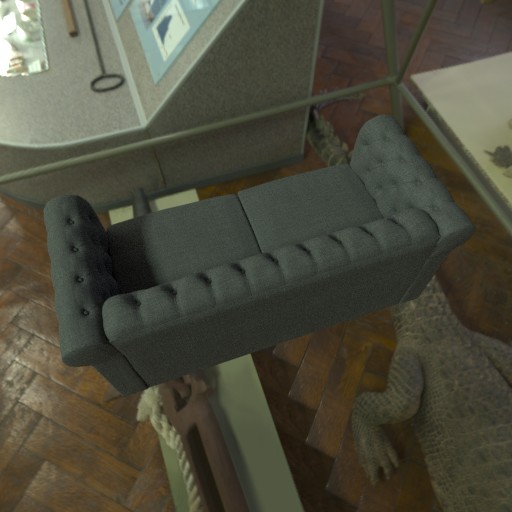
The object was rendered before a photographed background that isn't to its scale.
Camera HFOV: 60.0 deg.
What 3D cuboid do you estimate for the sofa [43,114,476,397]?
[{"bbox_3d":[0.000,0.000,2.255,1.798,0.797,0.783,-17,60,-10],"label":"sofa"}]
